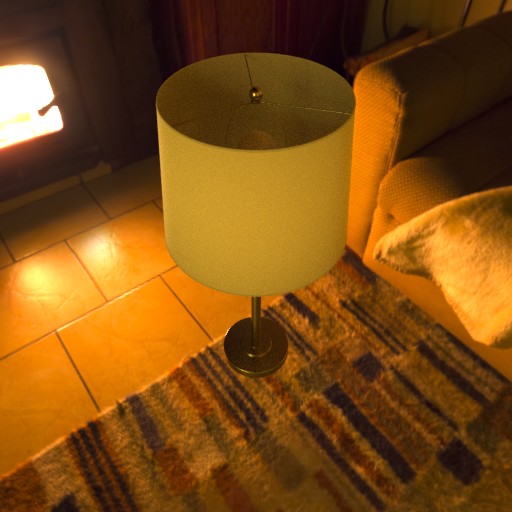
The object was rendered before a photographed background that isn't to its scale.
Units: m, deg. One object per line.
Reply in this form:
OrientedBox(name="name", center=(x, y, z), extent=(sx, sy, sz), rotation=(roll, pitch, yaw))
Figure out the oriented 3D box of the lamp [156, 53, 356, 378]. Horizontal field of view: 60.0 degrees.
OrientedBox(name="lamp", center=(0.000, 0.000, 0.878), extent=(0.333, 0.696, 0.333), rotation=(0, 47, 0))
